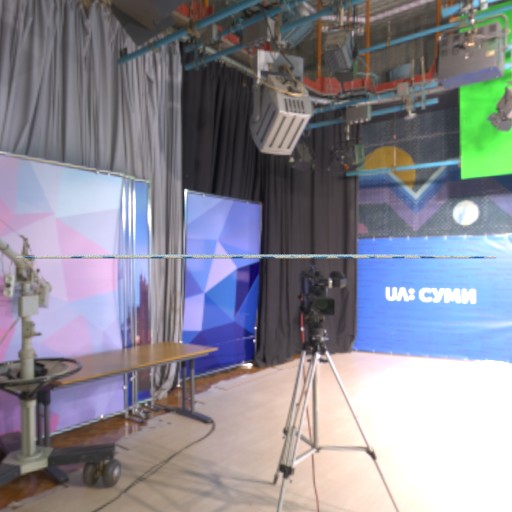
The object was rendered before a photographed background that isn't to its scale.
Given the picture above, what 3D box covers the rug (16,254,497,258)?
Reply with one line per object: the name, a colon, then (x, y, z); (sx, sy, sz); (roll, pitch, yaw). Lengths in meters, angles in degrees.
rug: (0.000, 0.000, 2.292); (1.830, 0.008, 1.225); (0, 1, 0)
